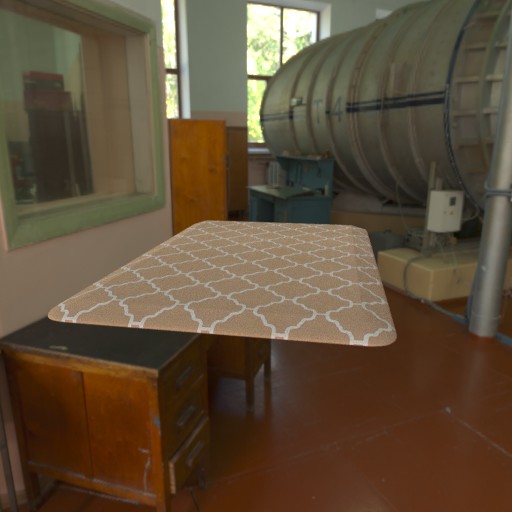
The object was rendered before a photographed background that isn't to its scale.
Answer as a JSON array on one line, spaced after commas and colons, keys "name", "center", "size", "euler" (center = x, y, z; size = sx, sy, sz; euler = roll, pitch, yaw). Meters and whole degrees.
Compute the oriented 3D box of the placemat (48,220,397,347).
[{"name": "placemat", "center": [0.000, 0.000, 0.959], "size": [0.508, 0.021, 0.762], "euler": [3, 15, 10]}]
